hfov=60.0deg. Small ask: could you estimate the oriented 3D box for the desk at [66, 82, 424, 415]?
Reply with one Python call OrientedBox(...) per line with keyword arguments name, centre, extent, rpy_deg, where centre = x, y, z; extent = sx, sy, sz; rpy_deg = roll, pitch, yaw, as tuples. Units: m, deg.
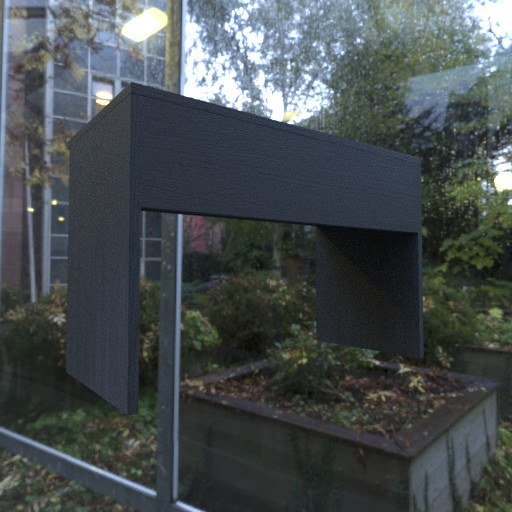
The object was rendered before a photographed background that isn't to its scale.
OrientedBox(name="desk", centre=(0.000, 0.000, 1.517), extent=(1.099, 0.729, 0.557), rpy_deg=(2, -3, -36))
